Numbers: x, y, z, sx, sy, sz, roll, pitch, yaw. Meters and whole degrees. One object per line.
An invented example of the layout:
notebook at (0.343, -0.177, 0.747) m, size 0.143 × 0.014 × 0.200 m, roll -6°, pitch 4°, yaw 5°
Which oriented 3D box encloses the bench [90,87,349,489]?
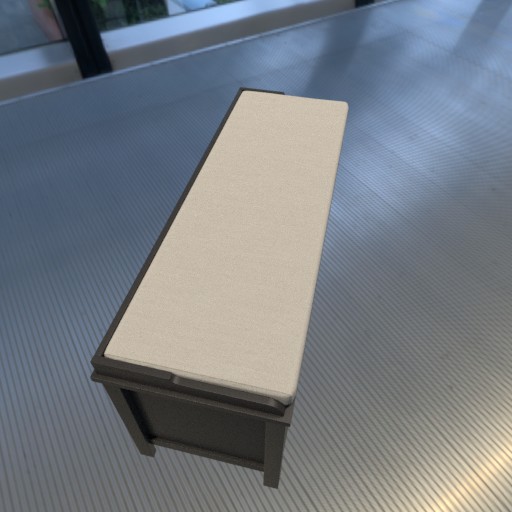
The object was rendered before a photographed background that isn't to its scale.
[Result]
bench at (0.000, 0.000, 1.360) m, size 0.398 × 0.501 × 1.140 m, roll 10°, pitch 48°, yaw 9°
